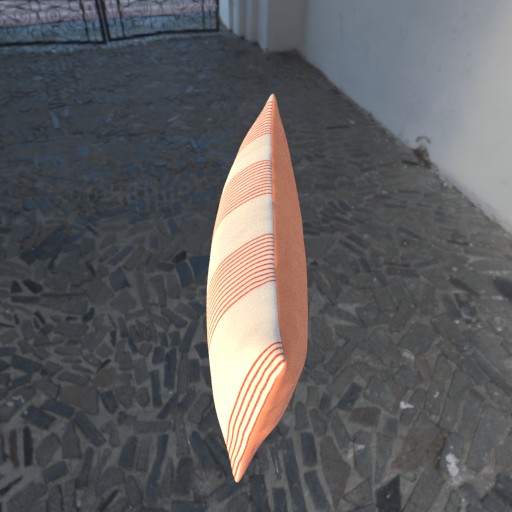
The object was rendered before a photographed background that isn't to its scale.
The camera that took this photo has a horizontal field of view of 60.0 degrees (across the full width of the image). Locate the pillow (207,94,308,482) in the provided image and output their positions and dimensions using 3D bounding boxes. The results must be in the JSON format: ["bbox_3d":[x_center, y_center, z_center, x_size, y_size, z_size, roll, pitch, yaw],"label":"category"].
[{"bbox_3d":[0.000,0.000,0.735,0.156,0.292,0.608,0,43,0],"label":"pillow"}]
